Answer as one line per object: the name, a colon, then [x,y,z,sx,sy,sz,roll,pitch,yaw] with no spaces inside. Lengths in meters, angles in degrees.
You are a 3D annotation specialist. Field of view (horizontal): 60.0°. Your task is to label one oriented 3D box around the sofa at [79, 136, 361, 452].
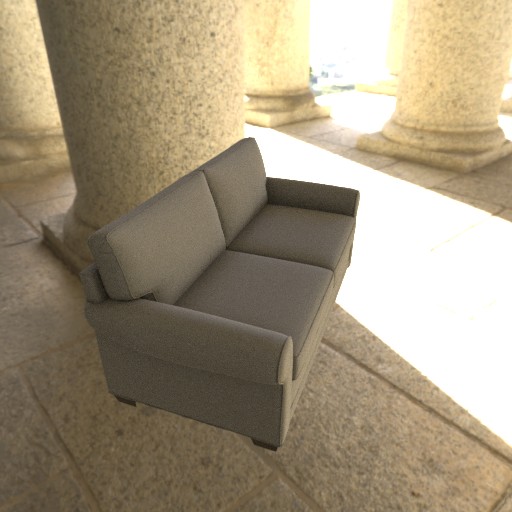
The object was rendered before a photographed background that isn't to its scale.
sofa: [0.000,0.000,2.553,0.940,0.952,1.930,10,31,18]
